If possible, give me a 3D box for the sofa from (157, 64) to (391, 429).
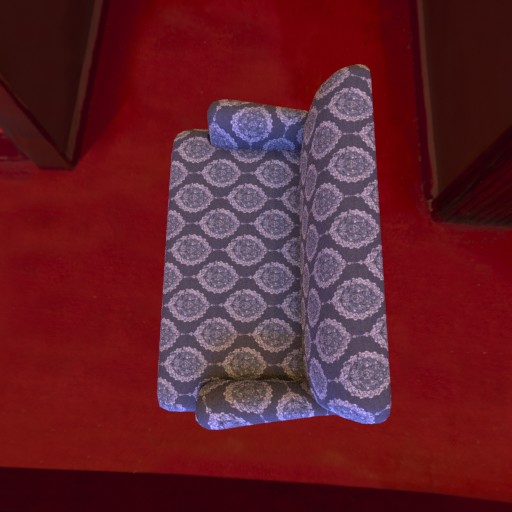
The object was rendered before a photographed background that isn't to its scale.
[{"bbox_3d":[0.000,0.000,1.789,0.779,0.867,1.297,1,76,0],"label":"sofa"}]
